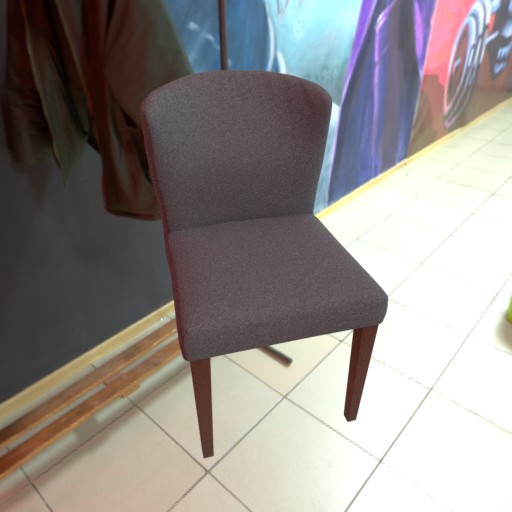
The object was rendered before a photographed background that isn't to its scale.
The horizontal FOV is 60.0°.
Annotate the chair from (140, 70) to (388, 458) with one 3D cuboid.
[{"bbox_3d":[0.000,0.000,1.187,0.491,0.839,0.592,-9,34,-13],"label":"chair"}]
